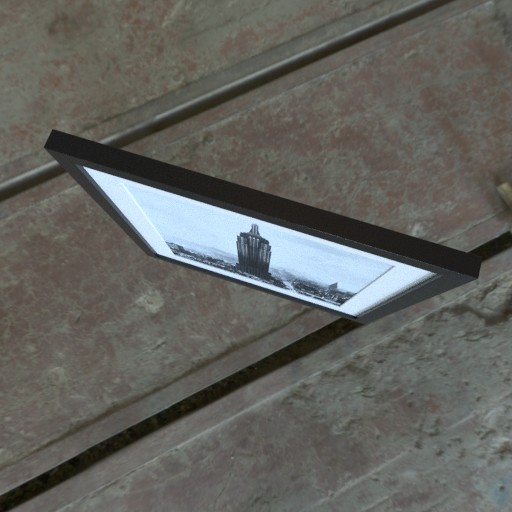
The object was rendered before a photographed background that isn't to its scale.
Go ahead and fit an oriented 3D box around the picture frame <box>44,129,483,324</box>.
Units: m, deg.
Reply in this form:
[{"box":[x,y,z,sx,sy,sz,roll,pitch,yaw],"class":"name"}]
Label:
[{"box":[0.000,0.000,0.817,0.559,0.557,0.029,17,76,4],"class":"picture frame"}]
